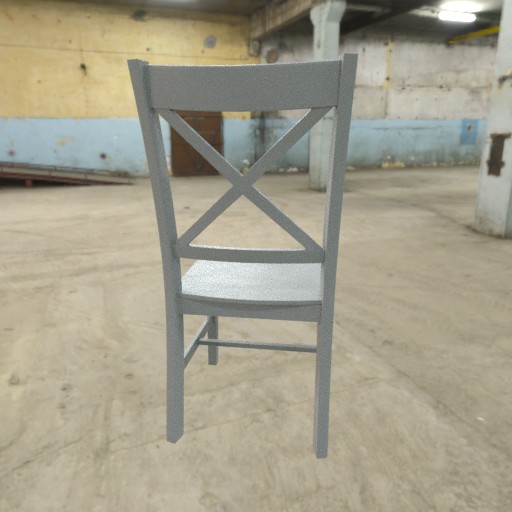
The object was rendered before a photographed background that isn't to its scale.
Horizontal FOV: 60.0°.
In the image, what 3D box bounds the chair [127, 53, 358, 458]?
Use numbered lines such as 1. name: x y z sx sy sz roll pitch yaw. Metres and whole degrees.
1. chair: 0.000 0.000 1.277 0.485 0.983 0.542 2 15 8
